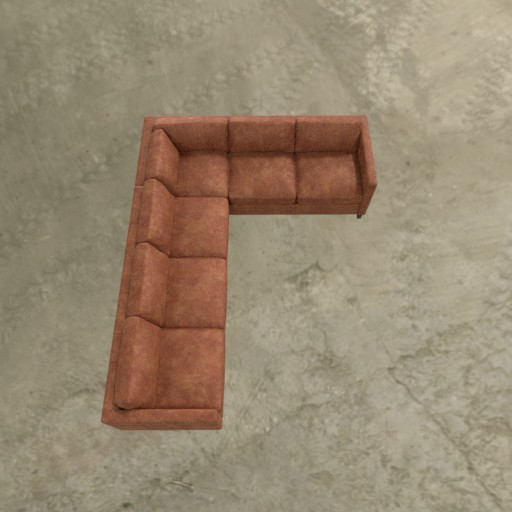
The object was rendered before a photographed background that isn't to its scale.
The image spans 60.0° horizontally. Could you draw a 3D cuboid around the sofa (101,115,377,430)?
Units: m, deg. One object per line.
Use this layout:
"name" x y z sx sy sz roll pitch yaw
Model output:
"sofa" 0.000 0.000 4.361 2.438 0.838 3.167 0 63 0
